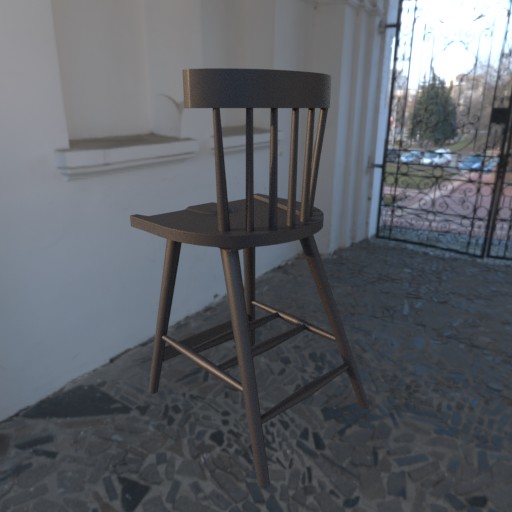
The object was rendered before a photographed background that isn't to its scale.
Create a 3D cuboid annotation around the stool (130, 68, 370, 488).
[{"bbox_3d":[0.000,0.000,1.258,0.494,0.953,0.549,-17,25,-41],"label":"stool"}]
